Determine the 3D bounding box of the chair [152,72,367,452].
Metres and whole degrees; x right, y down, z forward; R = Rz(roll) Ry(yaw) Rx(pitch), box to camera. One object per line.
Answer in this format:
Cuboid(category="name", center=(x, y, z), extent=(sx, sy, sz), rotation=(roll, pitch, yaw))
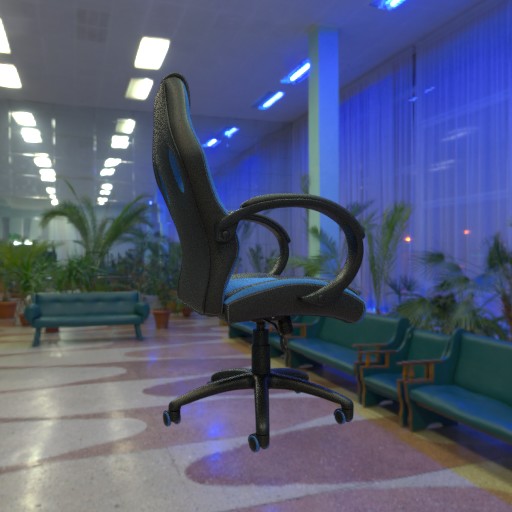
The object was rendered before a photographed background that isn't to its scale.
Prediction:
Cuboid(category="chair", center=(0.000, 0.000, 1.645), extent=(0.724, 1.187, 0.673), rotation=(0, 0, -19))
